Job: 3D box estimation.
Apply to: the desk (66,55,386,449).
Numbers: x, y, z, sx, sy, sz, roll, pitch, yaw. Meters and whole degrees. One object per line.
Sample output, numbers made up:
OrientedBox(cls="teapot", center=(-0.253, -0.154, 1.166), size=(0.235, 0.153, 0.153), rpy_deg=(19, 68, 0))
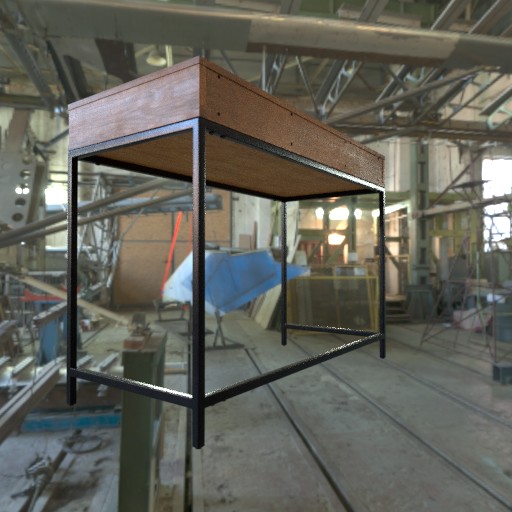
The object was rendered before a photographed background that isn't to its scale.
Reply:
OrientedBox(cls="desk", center=(0.000, 0.000, 1.402), size=(0.470, 0.762, 1.016), rpy_deg=(-1, -1, 36))
